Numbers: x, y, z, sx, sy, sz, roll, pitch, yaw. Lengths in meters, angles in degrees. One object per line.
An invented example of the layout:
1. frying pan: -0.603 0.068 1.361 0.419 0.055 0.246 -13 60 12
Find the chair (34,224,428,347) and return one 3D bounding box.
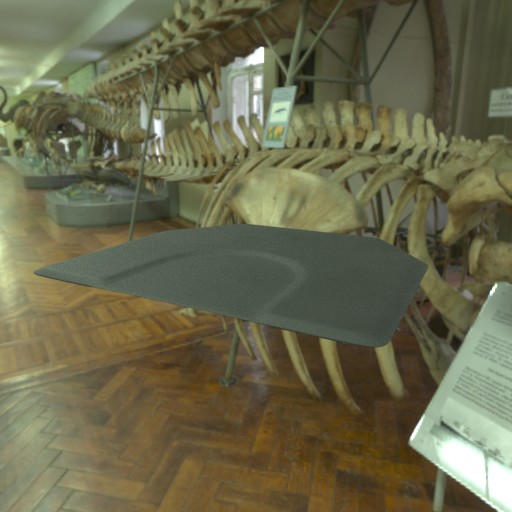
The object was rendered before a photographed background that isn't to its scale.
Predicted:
1. chair: 0.000 0.000 1.933 1.372 0.024 1.219 8 18 27
